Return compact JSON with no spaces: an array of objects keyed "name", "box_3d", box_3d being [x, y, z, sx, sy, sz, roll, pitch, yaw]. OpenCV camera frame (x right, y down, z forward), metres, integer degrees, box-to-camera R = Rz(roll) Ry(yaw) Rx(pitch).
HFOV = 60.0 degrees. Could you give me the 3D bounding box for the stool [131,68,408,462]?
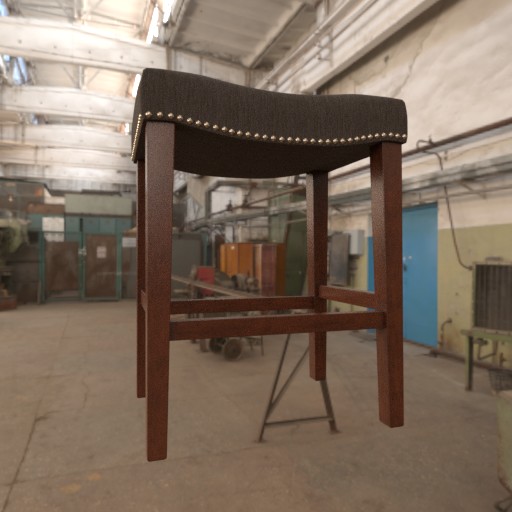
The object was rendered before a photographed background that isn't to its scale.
[{"name":"stool","box_3d":[0.000,0.000,0.947,0.504,0.654,0.372,0,0,-18]}]
